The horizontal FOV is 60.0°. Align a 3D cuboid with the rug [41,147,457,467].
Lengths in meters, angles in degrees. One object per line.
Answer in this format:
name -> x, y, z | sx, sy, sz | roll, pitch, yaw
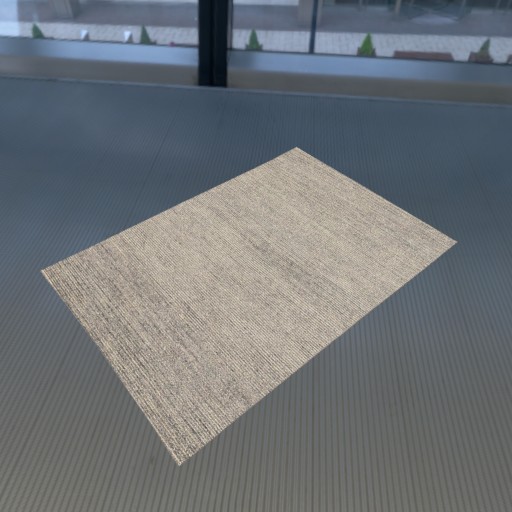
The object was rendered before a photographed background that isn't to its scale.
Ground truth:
rug -> 0.000, 0.000, 2.964 | 2.307, 0.030, 1.604 | -31, 53, -27
